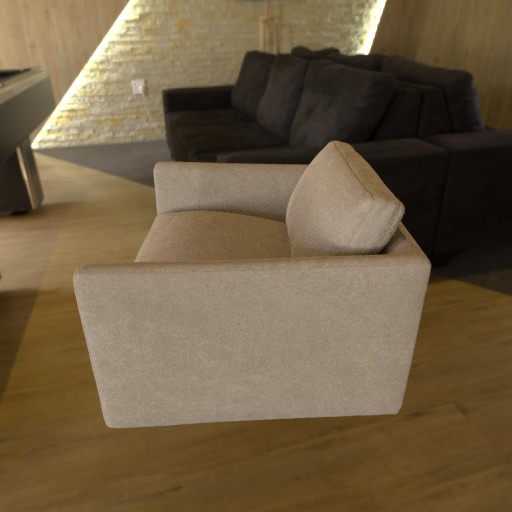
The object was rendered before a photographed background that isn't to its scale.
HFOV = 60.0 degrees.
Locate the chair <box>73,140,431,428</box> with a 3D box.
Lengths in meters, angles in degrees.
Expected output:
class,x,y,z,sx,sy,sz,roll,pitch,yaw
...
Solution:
class,x,y,z,sx,sy,sz,roll,pitch,yaw
chair,0.000,0.000,1.887,1.091,0.845,1.190,0,27,0
